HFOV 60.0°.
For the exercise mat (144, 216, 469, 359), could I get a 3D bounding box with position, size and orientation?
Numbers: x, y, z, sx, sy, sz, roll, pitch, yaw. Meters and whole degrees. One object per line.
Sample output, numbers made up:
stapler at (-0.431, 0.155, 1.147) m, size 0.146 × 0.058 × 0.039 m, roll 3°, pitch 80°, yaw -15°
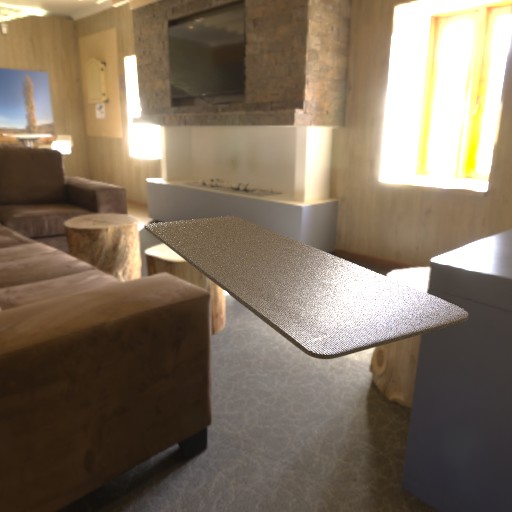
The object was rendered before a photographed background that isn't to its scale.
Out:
exercise mat at (0.000, 0.000, 2.090) m, size 0.616 × 0.021 × 1.884 m, roll -8°, pitch 18°, yaw -26°
